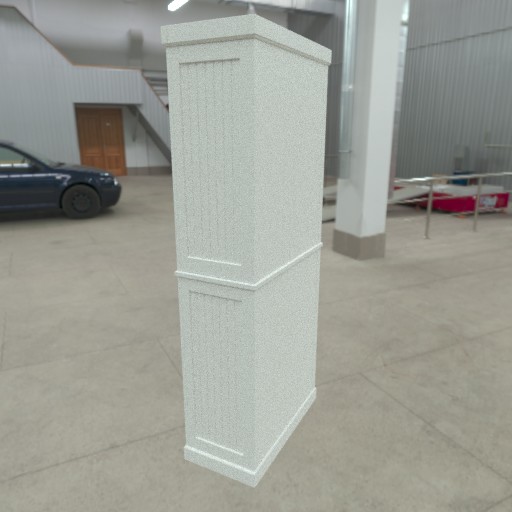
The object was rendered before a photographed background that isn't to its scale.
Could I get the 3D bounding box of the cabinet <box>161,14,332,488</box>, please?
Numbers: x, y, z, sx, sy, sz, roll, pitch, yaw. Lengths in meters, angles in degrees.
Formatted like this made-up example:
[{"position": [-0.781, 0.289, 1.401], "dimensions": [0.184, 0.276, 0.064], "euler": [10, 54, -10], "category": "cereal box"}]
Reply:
[{"position": [0.000, 0.000, 2.055], "dimensions": [0.390, 1.829, 0.754], "euler": [8, 18, 27], "category": "cabinet"}]
